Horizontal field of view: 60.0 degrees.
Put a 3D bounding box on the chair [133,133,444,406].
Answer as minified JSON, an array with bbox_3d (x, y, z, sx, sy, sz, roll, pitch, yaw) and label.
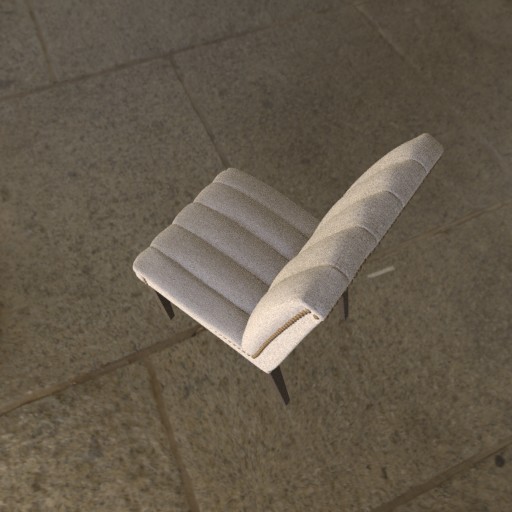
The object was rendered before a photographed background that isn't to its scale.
[{"bbox_3d":[0.000,0.000,1.360,0.647,1.016,0.511,33,67,16],"label":"chair"}]
